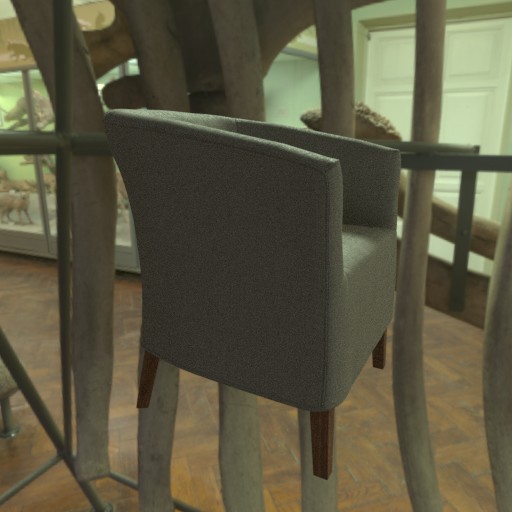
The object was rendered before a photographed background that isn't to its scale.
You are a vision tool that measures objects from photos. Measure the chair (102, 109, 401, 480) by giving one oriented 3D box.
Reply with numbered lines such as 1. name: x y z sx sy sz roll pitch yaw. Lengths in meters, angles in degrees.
1. chair: 0.000 0.000 1.213 0.668 0.771 0.600 8 17 27
